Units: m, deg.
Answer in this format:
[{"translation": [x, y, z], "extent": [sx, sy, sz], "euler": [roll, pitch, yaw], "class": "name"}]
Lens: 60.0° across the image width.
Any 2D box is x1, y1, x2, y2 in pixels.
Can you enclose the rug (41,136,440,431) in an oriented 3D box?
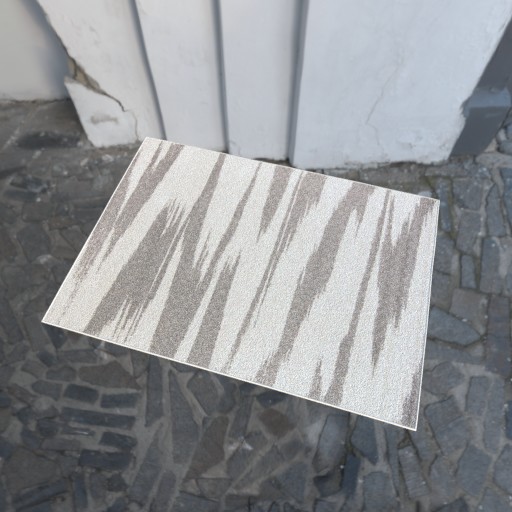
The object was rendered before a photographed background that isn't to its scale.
[{"translation": [0.000, 0.000, 2.772], "extent": [2.142, 0.010, 1.533], "euler": [14, 61, 8], "class": "rug"}]
